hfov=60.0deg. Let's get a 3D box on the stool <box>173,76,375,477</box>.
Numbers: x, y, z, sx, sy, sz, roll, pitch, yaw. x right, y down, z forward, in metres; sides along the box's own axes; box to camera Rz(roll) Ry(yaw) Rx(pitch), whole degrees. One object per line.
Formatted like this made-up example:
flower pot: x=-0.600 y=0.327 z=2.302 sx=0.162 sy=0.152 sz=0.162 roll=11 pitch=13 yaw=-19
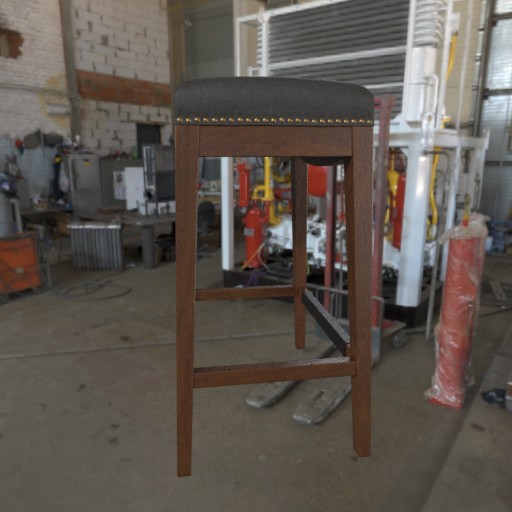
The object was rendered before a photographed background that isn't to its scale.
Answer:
stool: x=0.000 y=0.000 z=0.953 sx=0.353 sy=0.664 sz=0.490 roll=-2 pitch=13 yaw=-9
